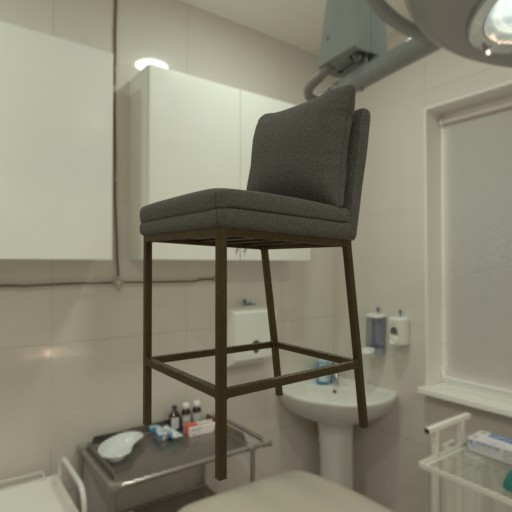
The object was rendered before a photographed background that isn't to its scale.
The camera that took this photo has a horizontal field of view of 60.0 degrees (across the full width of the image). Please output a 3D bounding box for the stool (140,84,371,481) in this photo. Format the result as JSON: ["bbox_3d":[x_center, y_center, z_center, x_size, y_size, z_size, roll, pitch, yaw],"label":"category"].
[{"bbox_3d":[0.000,0.000,1.348,0.569,1.030,0.463,1,-1,-37],"label":"stool"}]
